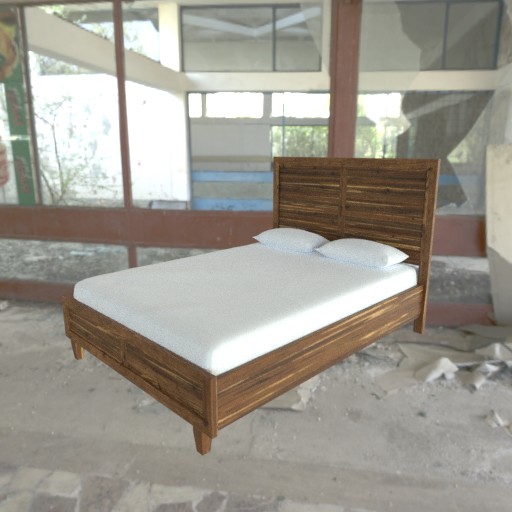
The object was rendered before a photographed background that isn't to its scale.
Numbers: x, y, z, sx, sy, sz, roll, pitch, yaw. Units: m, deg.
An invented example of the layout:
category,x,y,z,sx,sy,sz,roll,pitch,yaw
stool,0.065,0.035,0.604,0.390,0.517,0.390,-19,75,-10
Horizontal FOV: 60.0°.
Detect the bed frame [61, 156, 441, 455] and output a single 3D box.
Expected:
category,x,y,z,sx,sy,sz,roll,pitch,yaw
bed frame,0.000,0.000,3.337,2.276,1.417,1.696,-13,19,-43
